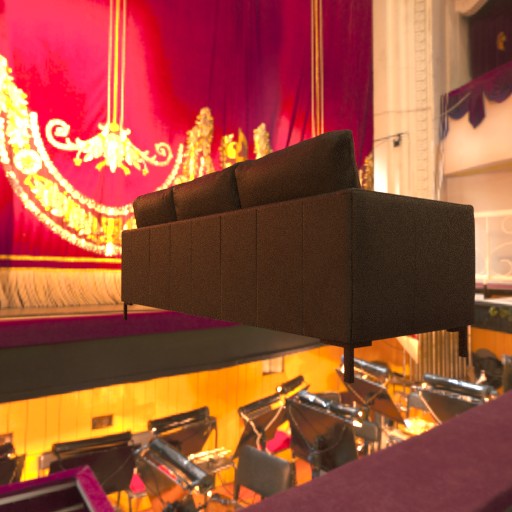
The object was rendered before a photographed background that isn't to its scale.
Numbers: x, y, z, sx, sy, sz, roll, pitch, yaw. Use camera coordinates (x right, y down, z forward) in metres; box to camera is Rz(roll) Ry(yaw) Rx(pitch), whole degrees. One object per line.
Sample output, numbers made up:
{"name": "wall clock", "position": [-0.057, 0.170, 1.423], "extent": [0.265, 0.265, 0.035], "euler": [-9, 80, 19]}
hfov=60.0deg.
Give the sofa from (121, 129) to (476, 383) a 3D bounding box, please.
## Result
{"name": "sofa", "position": [0.000, 0.000, 2.318], "extent": [0.748, 0.805, 2.029], "euler": [1, -2, -36]}
